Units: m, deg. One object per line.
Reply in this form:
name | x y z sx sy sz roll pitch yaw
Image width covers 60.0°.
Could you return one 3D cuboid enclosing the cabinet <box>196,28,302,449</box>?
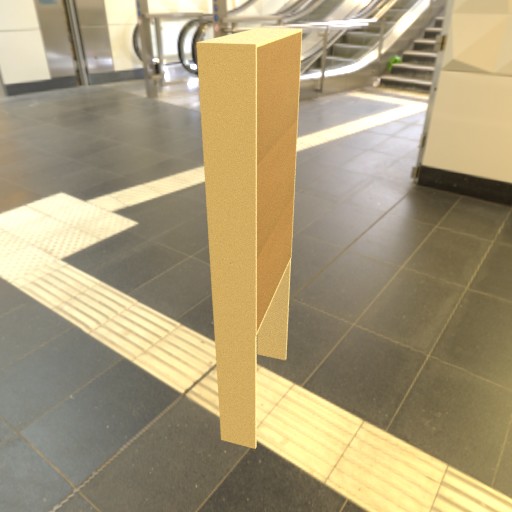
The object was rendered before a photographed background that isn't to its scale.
cabinet | 0.000 0.000 1.974 0.192 1.770 0.643 9 32 14
